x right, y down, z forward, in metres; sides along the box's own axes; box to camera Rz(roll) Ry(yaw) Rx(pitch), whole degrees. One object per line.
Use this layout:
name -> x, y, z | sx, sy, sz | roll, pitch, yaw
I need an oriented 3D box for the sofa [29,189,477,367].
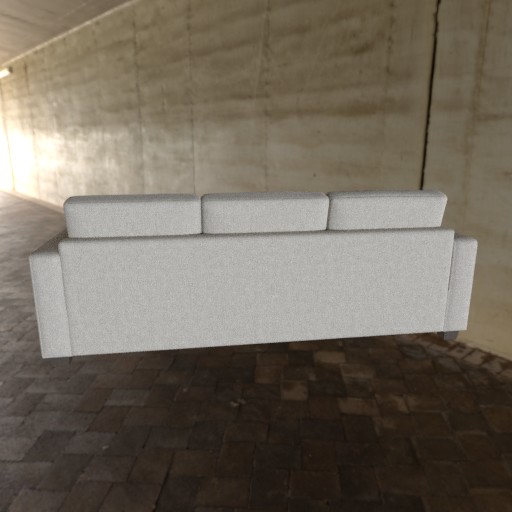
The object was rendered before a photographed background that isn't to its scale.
sofa -> 0.000, 0.000, 2.544 | 2.160, 0.800, 0.900 | -2, 15, -8
